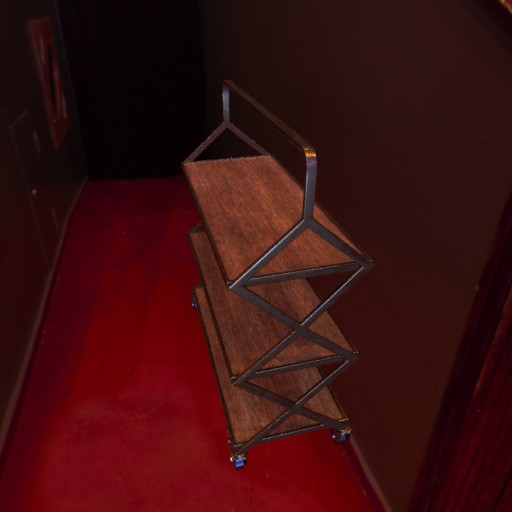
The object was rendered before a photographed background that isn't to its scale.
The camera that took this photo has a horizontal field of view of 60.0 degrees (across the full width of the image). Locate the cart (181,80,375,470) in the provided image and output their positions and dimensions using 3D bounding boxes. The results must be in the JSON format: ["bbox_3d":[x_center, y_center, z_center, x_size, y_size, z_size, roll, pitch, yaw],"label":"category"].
[{"bbox_3d":[0.000,0.000,1.206,0.313,0.805,0.723,-8,32,-13],"label":"cart"}]
